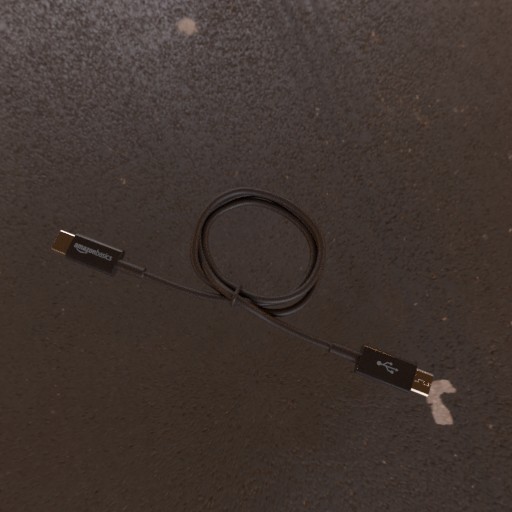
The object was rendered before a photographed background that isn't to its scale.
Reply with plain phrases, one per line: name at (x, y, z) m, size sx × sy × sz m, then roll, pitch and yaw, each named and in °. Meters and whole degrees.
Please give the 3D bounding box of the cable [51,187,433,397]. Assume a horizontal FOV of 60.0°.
cable at (0.000, 0.000, 0.215) m, size 0.192 × 0.014 × 0.070 m, roll 20°, pitch 75°, yaw 6°
